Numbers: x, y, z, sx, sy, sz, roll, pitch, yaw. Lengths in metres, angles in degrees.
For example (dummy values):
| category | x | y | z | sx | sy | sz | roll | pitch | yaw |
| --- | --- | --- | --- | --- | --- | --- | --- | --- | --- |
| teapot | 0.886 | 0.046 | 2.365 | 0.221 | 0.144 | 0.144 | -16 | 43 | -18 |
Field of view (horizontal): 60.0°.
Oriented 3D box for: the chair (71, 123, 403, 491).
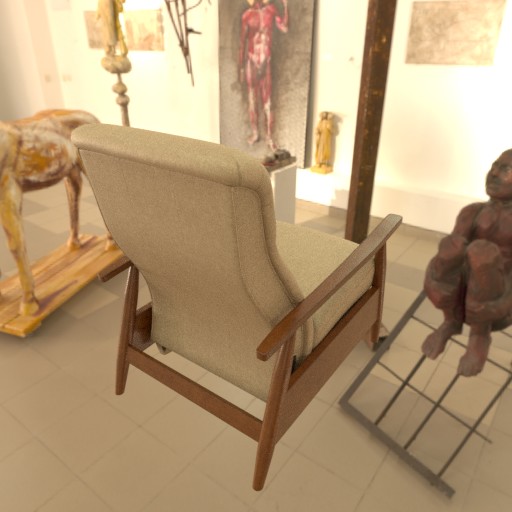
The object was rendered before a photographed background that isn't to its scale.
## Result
| category | x | y | z | sx | sy | sz | roll | pitch | yaw |
| --- | --- | --- | --- | --- | --- | --- | --- | --- | --- |
| chair | 0.000 | 0.000 | 1.706 | 0.762 | 1.082 | 1.030 | 19 | 33 | 32 |
